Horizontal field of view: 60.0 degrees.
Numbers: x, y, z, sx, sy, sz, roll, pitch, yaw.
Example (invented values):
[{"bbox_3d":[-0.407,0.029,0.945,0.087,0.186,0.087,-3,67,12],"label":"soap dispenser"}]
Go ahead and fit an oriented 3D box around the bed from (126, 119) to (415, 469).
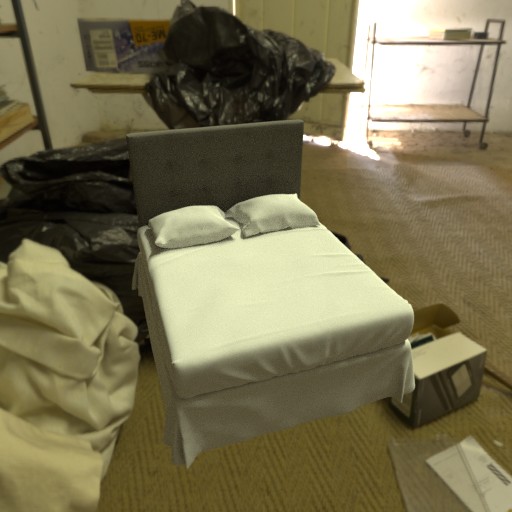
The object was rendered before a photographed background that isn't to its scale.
[{"bbox_3d":[0.000,0.000,3.520,1.936,1.577,2.222,-10,32,-16],"label":"bed"}]
